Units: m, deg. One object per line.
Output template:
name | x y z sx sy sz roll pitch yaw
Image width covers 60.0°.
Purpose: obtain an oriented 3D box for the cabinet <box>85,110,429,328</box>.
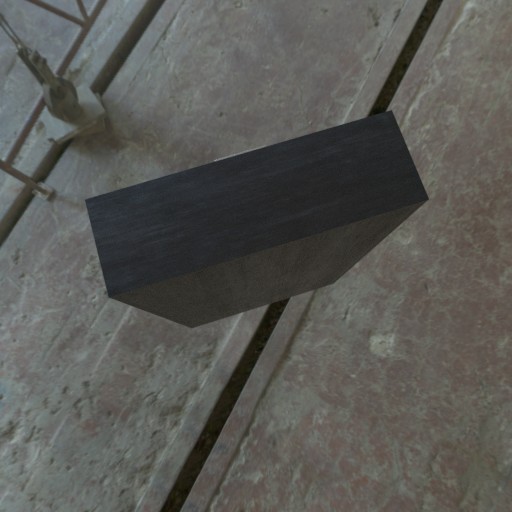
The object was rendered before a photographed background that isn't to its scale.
cabinet | 0.000 0.000 1.637 0.750 1.280 0.250 -17 78 -4
